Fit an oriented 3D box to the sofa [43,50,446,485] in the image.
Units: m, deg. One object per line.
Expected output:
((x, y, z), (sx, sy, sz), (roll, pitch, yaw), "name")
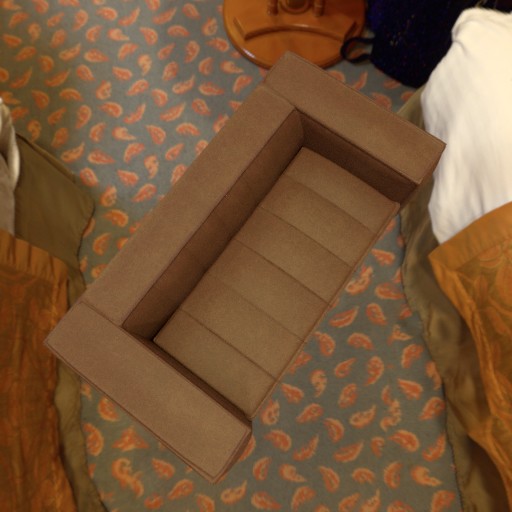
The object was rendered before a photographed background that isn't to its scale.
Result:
((0.000, 0.000, 2.549), (1.102, 0.703, 2.088), (35, 78, 9), "sofa")
